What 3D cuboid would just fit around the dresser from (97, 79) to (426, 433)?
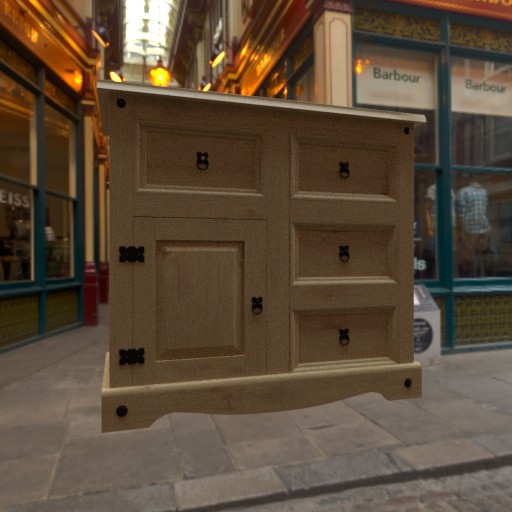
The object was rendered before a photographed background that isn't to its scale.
[{"bbox_3d":[0.000,0.000,1.380,0.915,0.835,0.440,0,0,-17],"label":"dresser"}]
